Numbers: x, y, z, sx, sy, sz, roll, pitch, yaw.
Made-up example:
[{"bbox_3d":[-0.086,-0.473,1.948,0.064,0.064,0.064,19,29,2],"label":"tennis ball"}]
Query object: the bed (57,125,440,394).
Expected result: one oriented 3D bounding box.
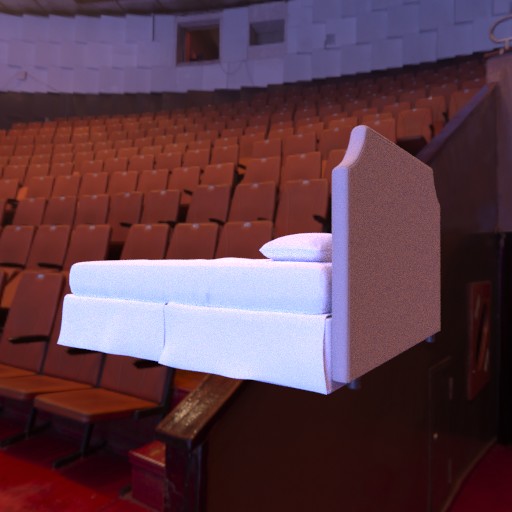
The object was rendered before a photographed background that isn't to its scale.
[{"bbox_3d":[0.000,0.000,4.132,2.773,1.590,2.350,0,0,35],"label":"bed"}]
